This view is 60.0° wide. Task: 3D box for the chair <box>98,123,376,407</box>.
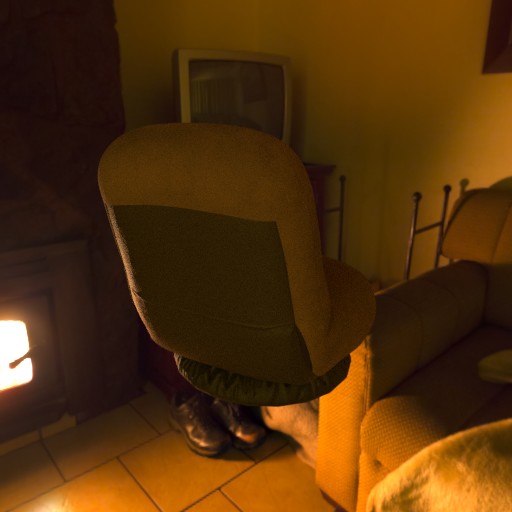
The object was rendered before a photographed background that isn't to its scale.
[{"bbox_3d":[0.000,0.000,1.037,0.521,0.594,0.597,9,18,27],"label":"chair"}]
